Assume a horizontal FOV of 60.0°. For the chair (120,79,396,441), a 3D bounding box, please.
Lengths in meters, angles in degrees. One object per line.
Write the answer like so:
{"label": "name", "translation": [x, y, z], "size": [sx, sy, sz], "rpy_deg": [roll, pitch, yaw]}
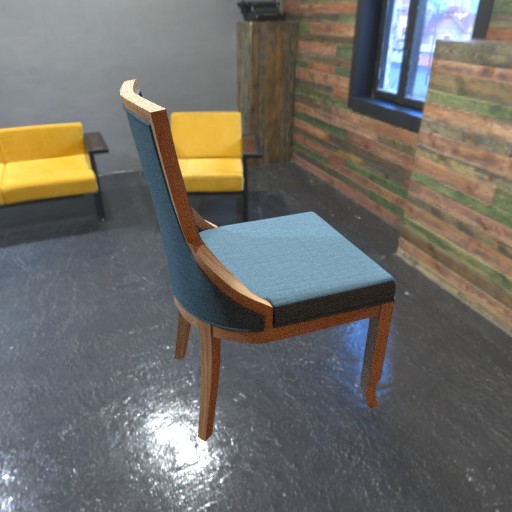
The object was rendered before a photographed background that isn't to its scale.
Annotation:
{"label": "chair", "translation": [0.000, 0.000, 1.307], "size": [0.641, 0.947, 0.524], "rpy_deg": [-10, 30, -17]}
